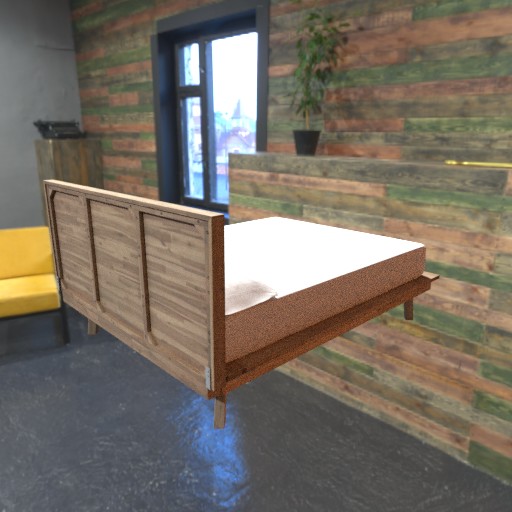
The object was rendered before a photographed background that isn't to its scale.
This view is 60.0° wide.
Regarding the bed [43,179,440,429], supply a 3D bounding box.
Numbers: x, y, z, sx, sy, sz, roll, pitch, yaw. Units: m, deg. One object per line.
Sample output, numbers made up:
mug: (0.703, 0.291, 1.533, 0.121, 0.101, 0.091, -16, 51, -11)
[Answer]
bed: (0.000, 0.000, 3.104, 2.145, 1.071, 1.759, -14, 21, -42)
